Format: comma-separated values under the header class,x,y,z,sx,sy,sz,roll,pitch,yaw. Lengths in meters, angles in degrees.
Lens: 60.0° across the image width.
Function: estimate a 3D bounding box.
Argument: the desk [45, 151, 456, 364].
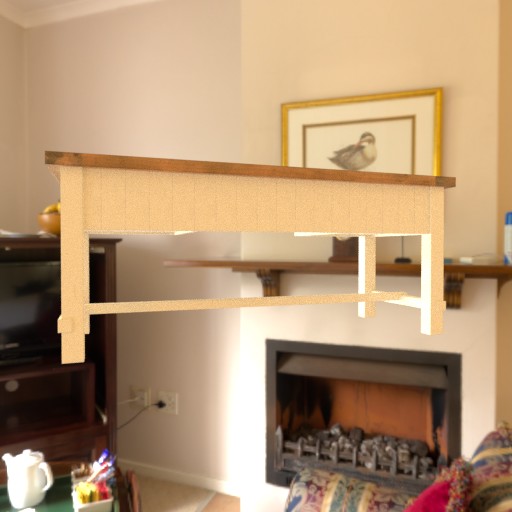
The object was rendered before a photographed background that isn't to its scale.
class,x,y,z,sx,sy,sz,roll,pitch,yaw
desk,0.000,0.000,2.181,1.803,0.762,0.688,0,1,-19
